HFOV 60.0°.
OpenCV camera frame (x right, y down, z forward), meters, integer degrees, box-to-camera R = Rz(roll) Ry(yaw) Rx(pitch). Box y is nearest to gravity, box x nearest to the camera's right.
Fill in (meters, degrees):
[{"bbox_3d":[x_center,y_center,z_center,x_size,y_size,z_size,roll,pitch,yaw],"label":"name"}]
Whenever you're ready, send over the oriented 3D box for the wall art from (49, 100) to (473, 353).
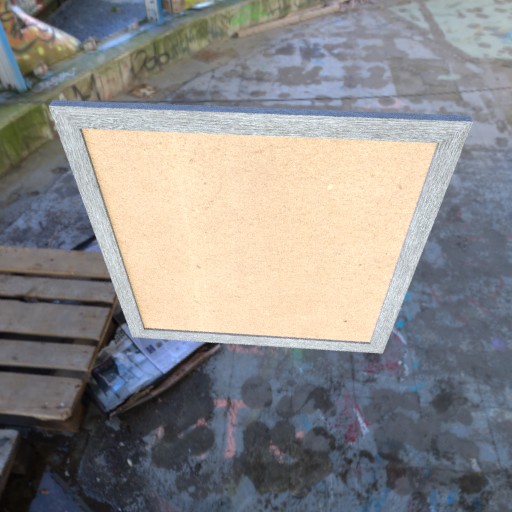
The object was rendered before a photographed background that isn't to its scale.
[{"bbox_3d":[0.000,0.000,0.968,0.685,0.685,0.020,3,46,3],"label":"wall art"}]
